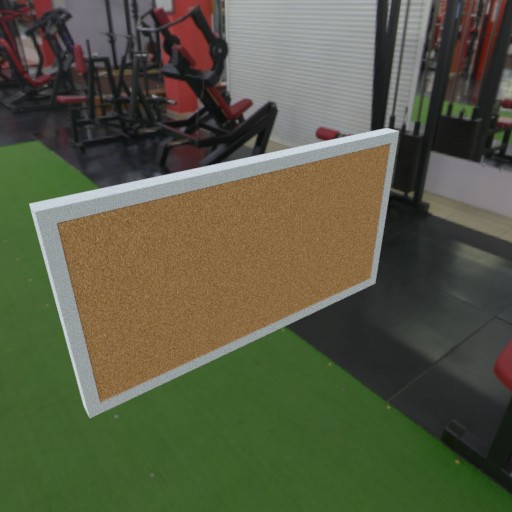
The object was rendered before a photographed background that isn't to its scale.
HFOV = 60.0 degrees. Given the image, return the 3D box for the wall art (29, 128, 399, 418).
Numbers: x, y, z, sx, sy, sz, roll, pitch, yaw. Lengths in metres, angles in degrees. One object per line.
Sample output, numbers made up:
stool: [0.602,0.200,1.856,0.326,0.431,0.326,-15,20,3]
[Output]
wall art: [0.000,0.000,0.964,0.812,0.431,0.038,-19,35,-31]
